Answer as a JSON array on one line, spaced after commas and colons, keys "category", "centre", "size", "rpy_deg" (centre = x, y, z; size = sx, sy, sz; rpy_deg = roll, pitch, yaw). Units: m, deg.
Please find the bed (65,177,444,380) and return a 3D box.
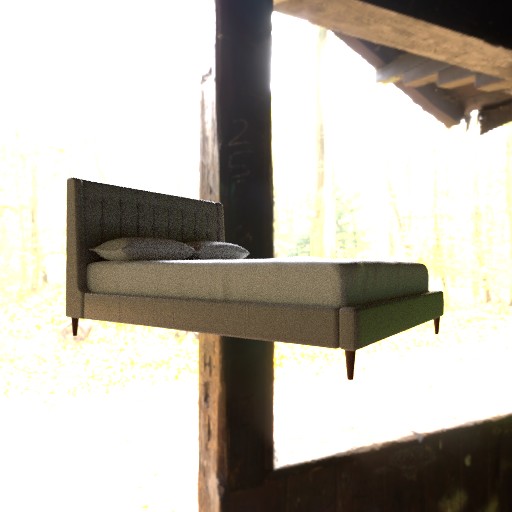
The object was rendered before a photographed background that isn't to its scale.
[{"category": "bed", "centre": [0.000, 0.000, 3.238], "size": [2.232, 1.147, 1.656], "rpy_deg": [-1, -1, 35]}]
